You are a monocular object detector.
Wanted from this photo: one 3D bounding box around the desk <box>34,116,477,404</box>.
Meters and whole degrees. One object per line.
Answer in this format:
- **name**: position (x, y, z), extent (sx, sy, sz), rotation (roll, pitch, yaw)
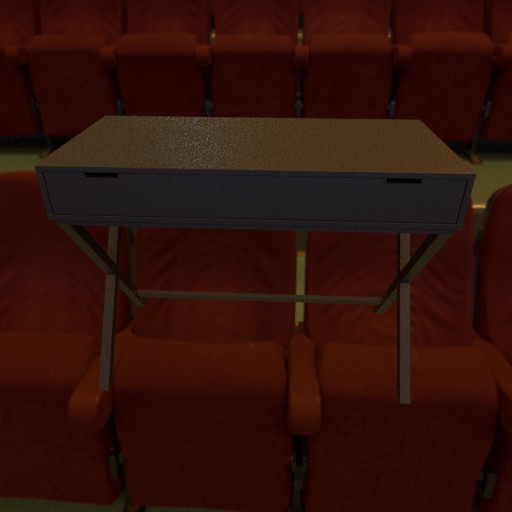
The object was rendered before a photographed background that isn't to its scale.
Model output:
- **desk**: position (0.000, 0.000, 1.472), extent (1.057, 0.780, 0.504), rotation (2, 31, 3)
